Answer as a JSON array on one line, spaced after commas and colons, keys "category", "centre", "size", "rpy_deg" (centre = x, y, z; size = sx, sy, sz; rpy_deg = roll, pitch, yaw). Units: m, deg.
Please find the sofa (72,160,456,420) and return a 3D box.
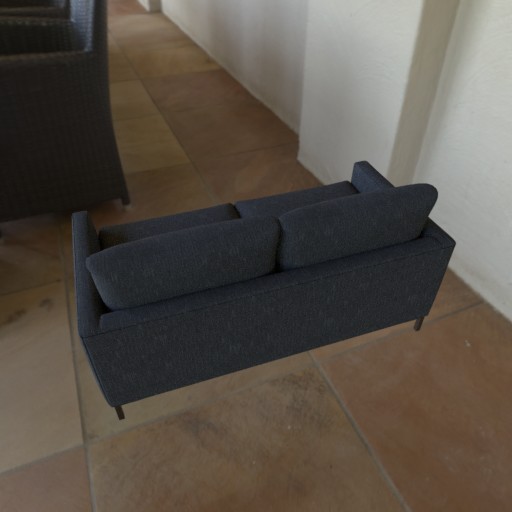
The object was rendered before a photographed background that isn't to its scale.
[{"category": "sofa", "centre": [0.000, 0.000, 2.274], "size": [1.716, 0.862, 0.866], "rpy_deg": [-13, 42, -15]}]
